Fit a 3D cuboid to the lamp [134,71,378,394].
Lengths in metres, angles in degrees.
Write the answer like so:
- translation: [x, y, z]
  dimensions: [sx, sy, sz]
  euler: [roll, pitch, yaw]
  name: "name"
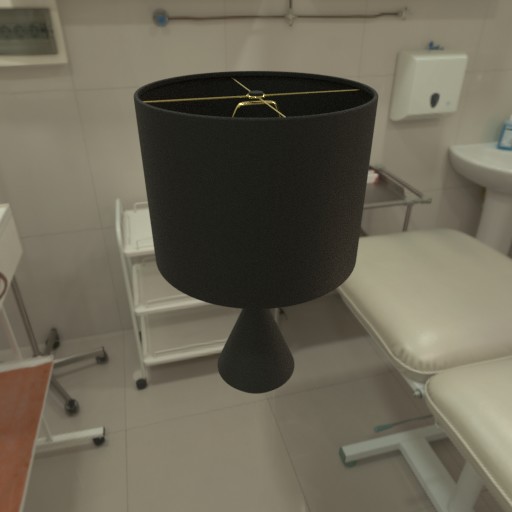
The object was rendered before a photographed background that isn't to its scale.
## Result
- translation: [0.000, 0.000, 0.816]
  dimensions: [0.359, 0.584, 0.359]
  euler: [-8, 32, -13]
  name: "lamp"
